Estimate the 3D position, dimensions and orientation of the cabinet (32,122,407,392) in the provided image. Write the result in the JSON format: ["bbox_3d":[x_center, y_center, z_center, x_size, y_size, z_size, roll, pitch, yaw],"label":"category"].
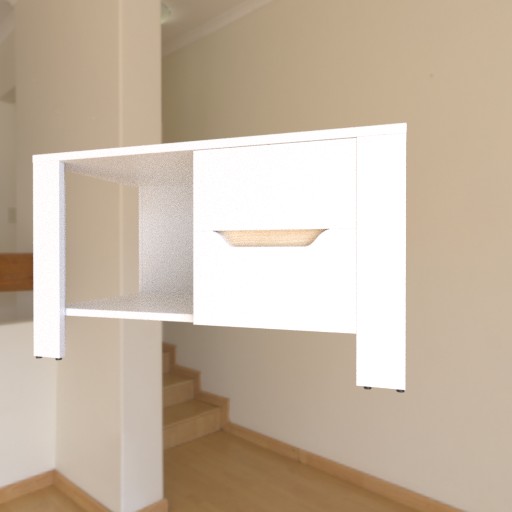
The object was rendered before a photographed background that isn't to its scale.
[{"bbox_3d":[0.000,0.000,1.257,0.800,0.460,0.800,0,0,18],"label":"cabinet"}]
